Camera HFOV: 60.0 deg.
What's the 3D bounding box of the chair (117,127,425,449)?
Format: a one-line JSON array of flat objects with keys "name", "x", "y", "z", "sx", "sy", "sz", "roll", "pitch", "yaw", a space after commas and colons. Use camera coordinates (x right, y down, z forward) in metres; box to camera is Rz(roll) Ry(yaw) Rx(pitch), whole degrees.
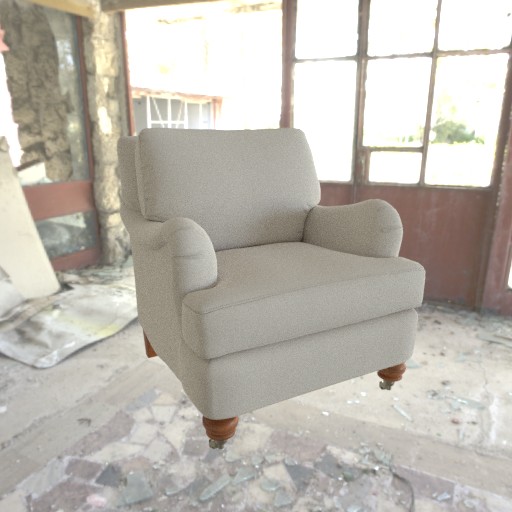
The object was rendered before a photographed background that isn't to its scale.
[{"name": "chair", "x": 0.000, "y": 0.000, "z": 1.867, "sx": 0.955, "sy": 1.038, "sz": 1.070, "roll": -8, "pitch": 18, "yaw": -26}]
